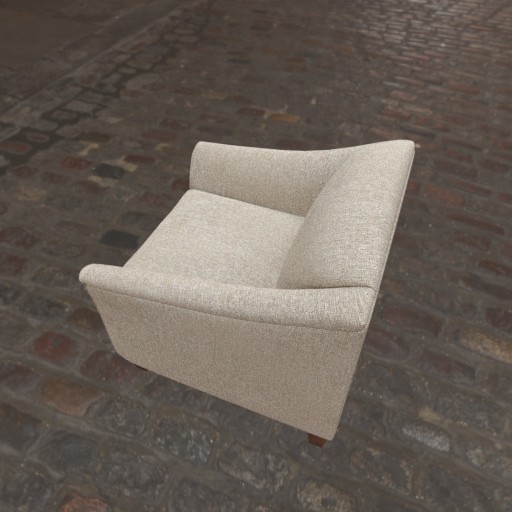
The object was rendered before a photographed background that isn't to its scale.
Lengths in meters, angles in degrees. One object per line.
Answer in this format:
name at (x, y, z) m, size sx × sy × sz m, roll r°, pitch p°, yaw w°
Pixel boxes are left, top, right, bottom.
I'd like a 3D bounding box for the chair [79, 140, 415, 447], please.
chair at (0.000, 0.000, 1.450) m, size 0.787 × 0.839 × 0.763 m, roll 16°, pitch 48°, yaw 15°
